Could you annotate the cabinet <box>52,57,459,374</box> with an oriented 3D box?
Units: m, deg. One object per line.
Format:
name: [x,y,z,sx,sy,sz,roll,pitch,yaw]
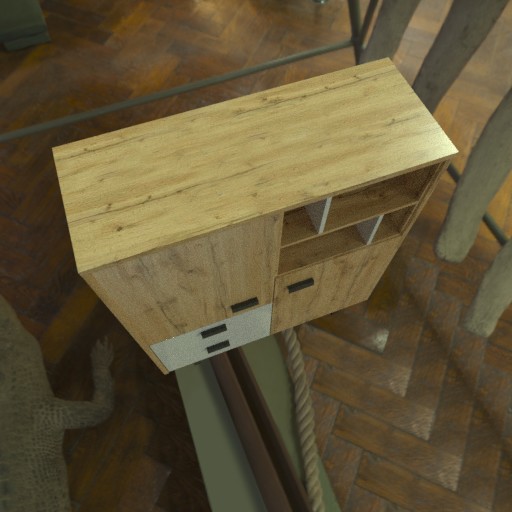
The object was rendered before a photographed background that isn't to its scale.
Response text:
cabinet: [0.000,0.000,1.980,1.168,1.397,0.473,-18,64,-9]
